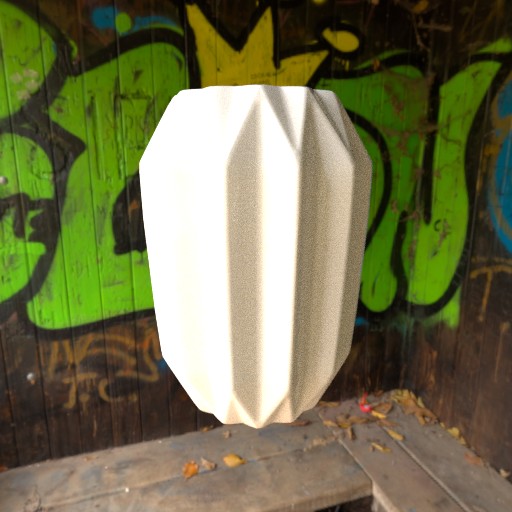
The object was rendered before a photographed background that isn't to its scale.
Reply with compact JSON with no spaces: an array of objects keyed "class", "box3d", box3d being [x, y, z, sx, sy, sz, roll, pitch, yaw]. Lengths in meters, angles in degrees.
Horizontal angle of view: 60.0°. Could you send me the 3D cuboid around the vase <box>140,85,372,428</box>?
[{"class":"vase","box3d":[0.000,0.000,0.401,0.195,0.275,0.195,0,14,0]}]
